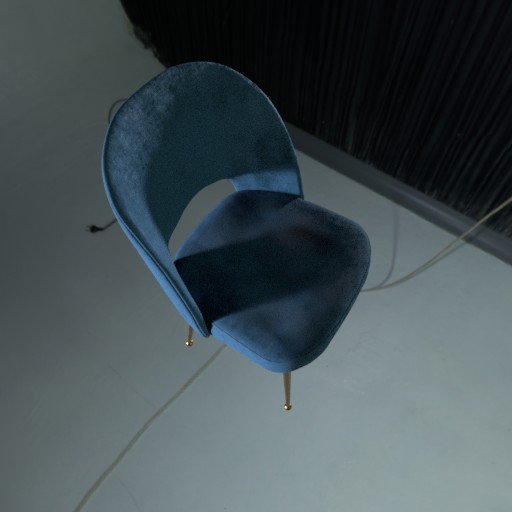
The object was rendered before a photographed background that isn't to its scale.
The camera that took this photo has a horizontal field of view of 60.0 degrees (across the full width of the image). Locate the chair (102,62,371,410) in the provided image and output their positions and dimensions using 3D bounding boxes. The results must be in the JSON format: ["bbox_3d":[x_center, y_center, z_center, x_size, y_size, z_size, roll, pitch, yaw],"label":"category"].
[{"bbox_3d":[0.000,0.000,1.217,0.577,0.860,0.527,29,62,17],"label":"chair"}]
